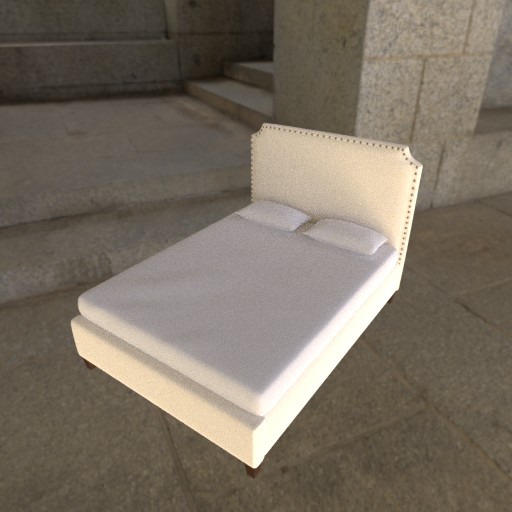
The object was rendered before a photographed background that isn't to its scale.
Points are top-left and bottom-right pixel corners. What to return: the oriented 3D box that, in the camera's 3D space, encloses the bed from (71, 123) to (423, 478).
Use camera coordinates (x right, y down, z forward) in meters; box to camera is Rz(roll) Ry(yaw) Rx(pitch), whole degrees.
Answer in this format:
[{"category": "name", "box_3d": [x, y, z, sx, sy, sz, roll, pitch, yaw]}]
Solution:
[{"category": "bed", "box_3d": [0.000, 0.000, 3.527, 1.712, 1.497, 2.372, 19, 35, 31]}]
